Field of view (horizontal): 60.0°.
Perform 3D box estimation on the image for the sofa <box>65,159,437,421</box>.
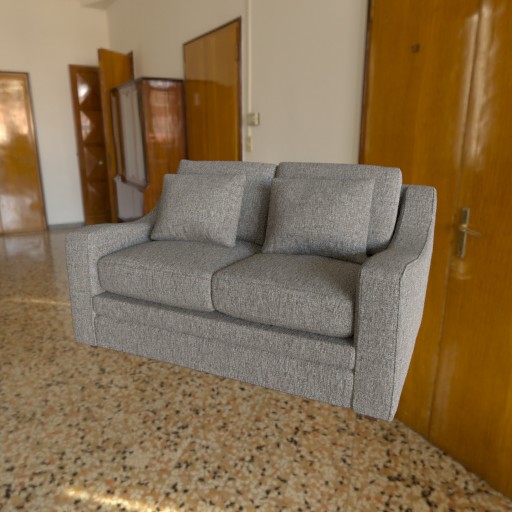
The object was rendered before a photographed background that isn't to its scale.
[{"bbox_3d":[0.000,0.000,2.455,1.778,0.991,1.120,7,17,24],"label":"sofa"}]
